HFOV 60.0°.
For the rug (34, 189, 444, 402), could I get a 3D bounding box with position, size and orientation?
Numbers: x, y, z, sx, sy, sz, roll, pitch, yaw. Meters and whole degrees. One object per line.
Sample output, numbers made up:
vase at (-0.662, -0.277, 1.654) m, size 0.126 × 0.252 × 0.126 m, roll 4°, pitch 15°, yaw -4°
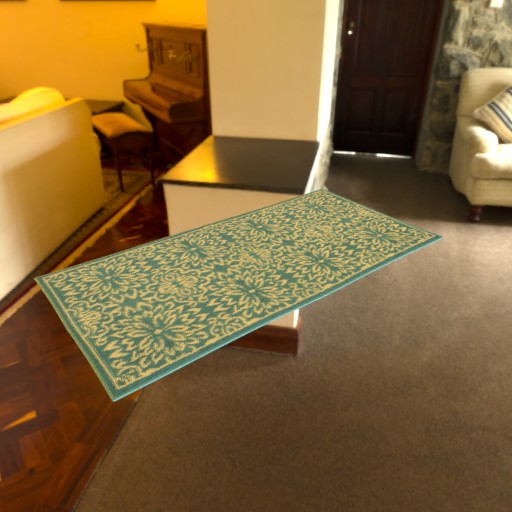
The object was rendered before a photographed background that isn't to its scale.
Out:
rug at (0.000, 0.000, 1.448) m, size 1.219 × 0.007 × 0.604 m, roll -21°, pitch 35°, yaw -32°
